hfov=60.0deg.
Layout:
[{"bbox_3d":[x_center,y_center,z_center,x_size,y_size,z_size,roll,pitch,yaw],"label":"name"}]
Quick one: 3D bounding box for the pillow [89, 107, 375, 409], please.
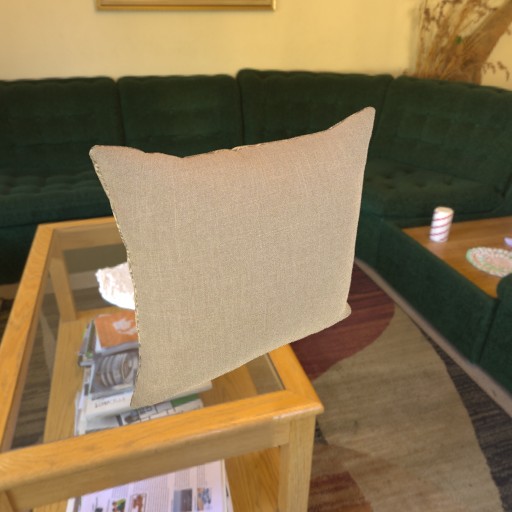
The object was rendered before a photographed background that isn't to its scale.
[{"bbox_3d":[0.000,0.000,0.825,0.546,0.487,0.180,-18,33,-29],"label":"pillow"}]
